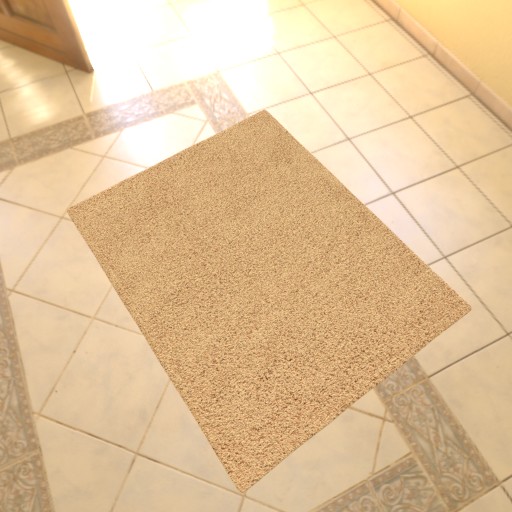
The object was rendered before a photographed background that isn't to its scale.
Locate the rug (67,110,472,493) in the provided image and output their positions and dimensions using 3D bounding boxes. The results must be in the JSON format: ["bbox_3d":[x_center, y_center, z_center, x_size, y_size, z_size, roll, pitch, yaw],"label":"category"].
[{"bbox_3d":[0.000,0.000,4.101,2.438,0.029,3.047,-32,65,-17],"label":"rug"}]
